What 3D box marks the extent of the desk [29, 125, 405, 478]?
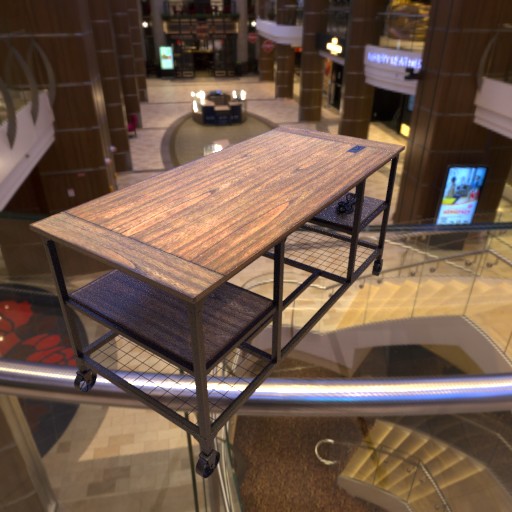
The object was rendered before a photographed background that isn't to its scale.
[{"bbox_3d":[0.000,0.000,2.001,0.711,0.751,1.590,19,36,30],"label":"desk"}]
